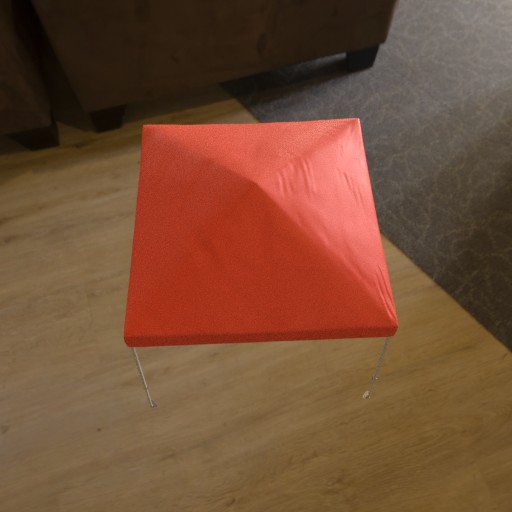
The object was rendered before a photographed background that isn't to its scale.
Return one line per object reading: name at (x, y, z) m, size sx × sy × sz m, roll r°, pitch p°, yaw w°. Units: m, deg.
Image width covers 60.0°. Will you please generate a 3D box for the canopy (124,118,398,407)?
canopy at (0.000, 0.000, 5.099) m, size 2.849 × 2.850 × 2.850 m, roll -2°, pitch 64°, yaw -1°
